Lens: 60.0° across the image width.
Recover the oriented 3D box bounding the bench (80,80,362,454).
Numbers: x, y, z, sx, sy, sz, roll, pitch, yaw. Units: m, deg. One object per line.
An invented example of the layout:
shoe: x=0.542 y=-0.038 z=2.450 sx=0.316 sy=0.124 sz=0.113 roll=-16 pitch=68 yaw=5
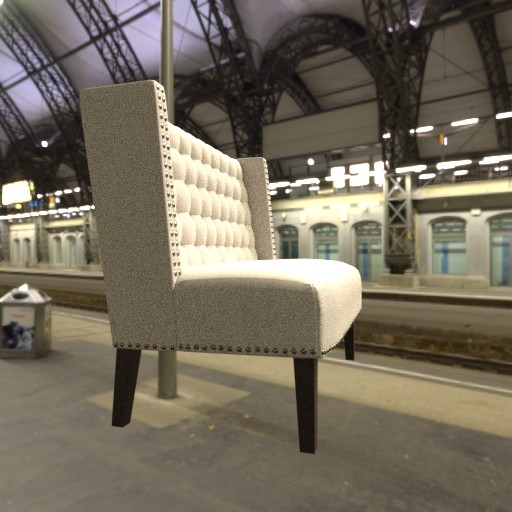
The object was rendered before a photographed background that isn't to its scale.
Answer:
bench: x=0.000 y=0.000 z=1.950 sx=0.847 sy=1.123 sz=1.280 roll=0 pitch=0 yaw=18
